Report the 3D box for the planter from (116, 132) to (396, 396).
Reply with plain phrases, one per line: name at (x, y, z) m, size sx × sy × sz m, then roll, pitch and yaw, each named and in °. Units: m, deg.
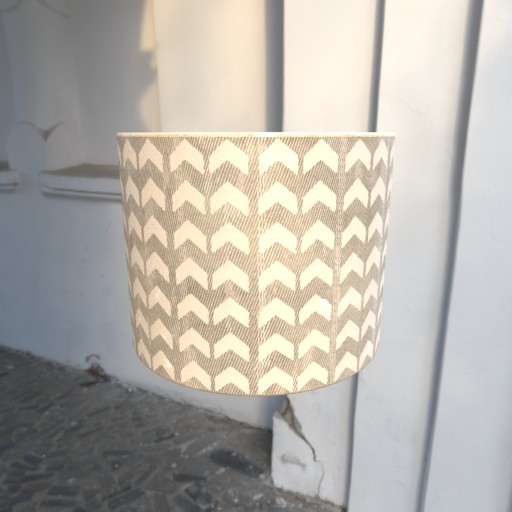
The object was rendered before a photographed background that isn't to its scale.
planter at (0.000, 0.000, 0.339) m, size 0.190 × 0.181 × 0.190 m, roll 0°, pitch 15°, yaw 0°
